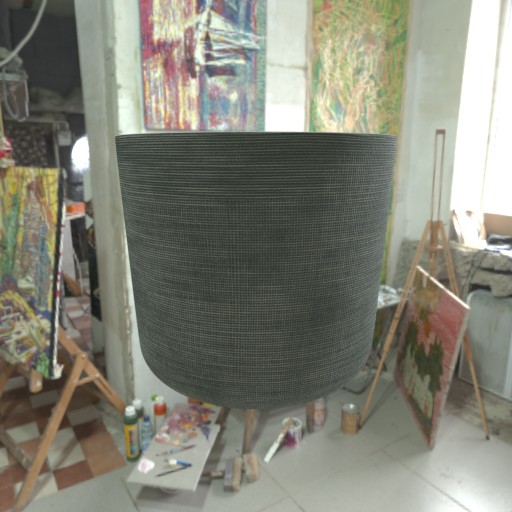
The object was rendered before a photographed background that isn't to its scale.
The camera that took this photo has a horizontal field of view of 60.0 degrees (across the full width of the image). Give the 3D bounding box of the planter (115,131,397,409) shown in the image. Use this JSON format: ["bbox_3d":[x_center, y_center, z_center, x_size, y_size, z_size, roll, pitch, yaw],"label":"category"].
[{"bbox_3d":[0.000,0.000,0.769,0.440,0.398,0.440,0,13,0],"label":"planter"}]
